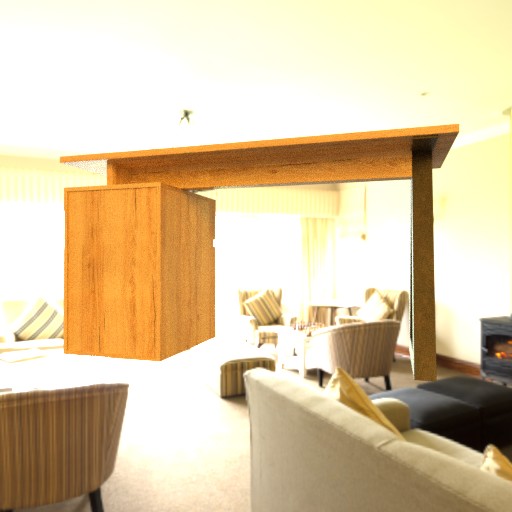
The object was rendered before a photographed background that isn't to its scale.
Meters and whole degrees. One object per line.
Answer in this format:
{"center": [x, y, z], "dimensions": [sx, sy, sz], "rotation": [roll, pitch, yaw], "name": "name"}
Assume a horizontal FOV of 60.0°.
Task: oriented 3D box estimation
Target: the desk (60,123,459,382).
{"center": [0.000, 0.000, 1.747], "dimensions": [1.400, 0.760, 0.550], "rotation": [0, 0, 17], "name": "desk"}
